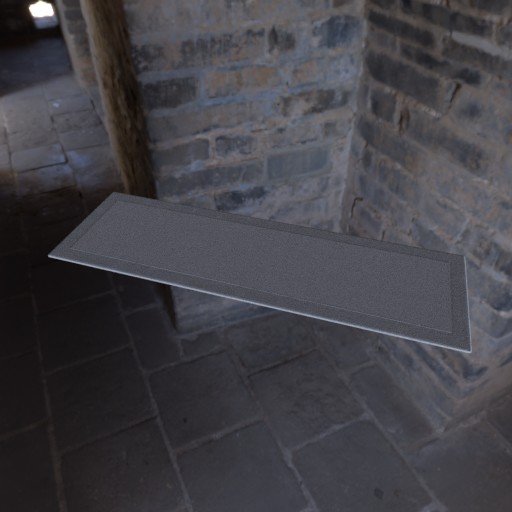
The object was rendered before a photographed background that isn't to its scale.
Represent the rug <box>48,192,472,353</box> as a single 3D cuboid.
[{"bbox_3d":[0.000,0.000,2.700,2.430,0.012,0.759,11,42,13],"label":"rug"}]
